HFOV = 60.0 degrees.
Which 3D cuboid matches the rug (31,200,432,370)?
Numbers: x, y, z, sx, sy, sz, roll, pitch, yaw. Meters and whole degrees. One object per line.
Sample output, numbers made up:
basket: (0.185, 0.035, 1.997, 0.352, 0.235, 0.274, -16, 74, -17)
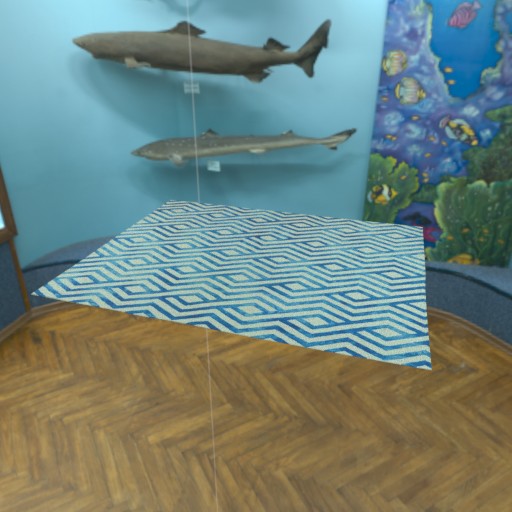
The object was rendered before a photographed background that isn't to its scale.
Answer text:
rug: (0.000, 0.000, 4.219, 3.059, 0.008, 2.453, 8, 27, 16)
